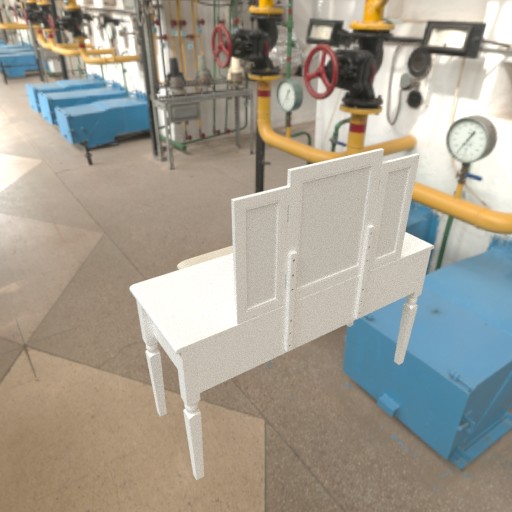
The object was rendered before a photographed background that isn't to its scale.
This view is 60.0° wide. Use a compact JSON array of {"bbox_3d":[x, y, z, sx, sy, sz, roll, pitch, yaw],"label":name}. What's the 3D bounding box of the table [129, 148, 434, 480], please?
[{"bbox_3d":[0.000,0.000,2.281,1.369,1.310,1.115,-18,35,-28],"label":"table"}]
